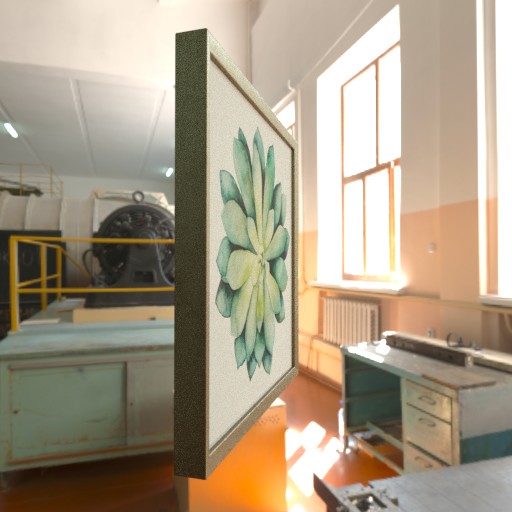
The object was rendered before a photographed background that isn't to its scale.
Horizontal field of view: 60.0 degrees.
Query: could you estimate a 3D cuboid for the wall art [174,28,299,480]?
[{"bbox_3d":[0.000,0.000,0.741,0.040,0.506,0.503,0,-1,17],"label":"wall art"}]
